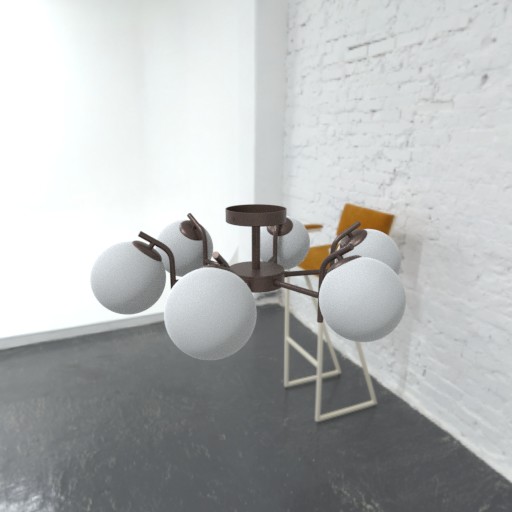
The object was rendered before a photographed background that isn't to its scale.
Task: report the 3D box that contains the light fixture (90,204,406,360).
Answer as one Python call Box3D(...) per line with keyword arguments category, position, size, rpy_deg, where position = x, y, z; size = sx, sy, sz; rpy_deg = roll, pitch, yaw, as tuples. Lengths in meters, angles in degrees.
Box3D(category="light fixture", position=(0.000, 0.000, 0.931), size=(0.662, 0.201, 0.662), rpy_deg=(0, 15, 0))
